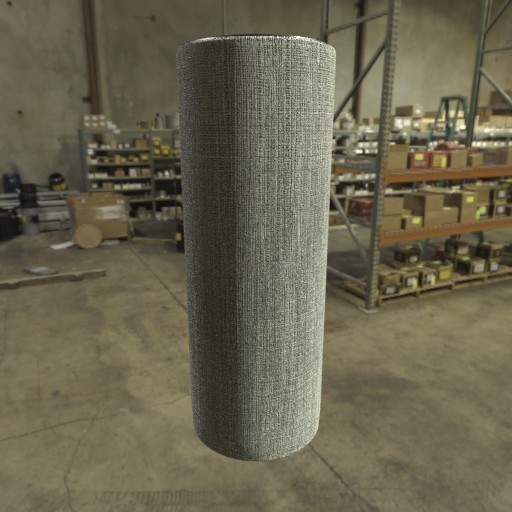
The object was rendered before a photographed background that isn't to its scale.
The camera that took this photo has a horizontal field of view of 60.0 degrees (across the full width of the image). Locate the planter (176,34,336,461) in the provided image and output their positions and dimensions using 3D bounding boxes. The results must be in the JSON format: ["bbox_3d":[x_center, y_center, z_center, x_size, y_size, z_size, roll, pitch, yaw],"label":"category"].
[{"bbox_3d":[0.000,0.000,0.316,0.100,0.270,0.100,-8,17,-26],"label":"planter"}]
